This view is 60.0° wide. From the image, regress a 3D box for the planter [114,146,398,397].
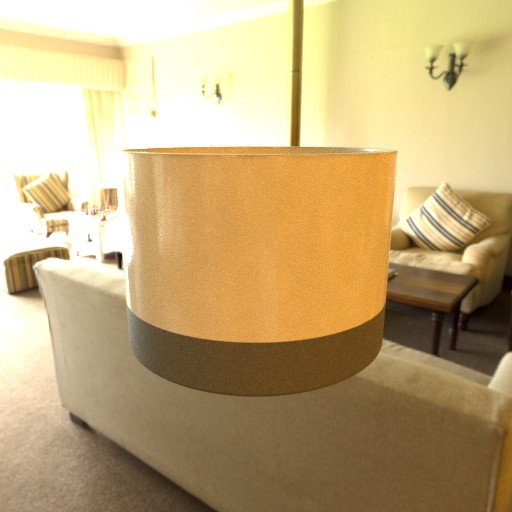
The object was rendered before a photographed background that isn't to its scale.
[{"bbox_3d":[0.000,0.000,0.223,0.128,0.105,0.128,0,15,0],"label":"planter"}]
